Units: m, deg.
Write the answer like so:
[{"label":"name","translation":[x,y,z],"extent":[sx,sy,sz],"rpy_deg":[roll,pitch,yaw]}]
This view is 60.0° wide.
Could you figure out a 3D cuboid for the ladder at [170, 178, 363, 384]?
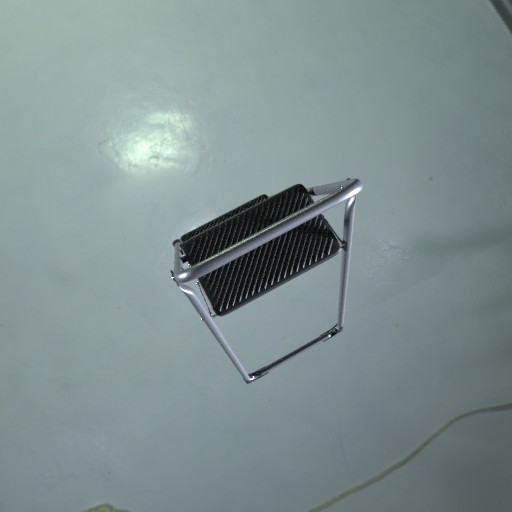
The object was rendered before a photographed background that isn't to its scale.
[{"label":"ladder","translation":[0.000,0.000,1.273],"extent":[0.430,0.945,0.629],"rpy_deg":[-28,78,-7]}]
